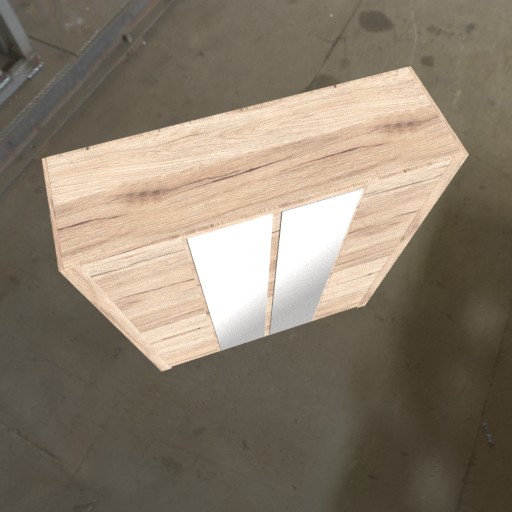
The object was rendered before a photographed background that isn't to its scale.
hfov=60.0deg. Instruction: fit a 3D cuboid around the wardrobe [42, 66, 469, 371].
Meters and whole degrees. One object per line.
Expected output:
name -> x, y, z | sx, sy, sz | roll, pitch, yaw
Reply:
wardrobe -> 0.000, 0.000, 2.904 | 1.810, 2.070, 0.580 | -17, 66, -8
